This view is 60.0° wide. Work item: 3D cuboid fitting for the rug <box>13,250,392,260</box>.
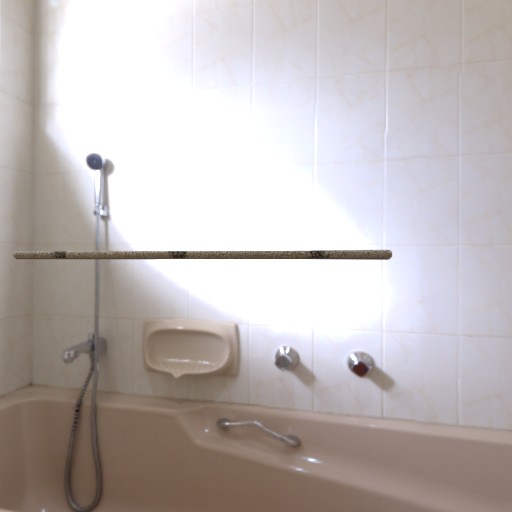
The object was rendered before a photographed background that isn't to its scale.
[{"bbox_3d":[0.000,0.000,2.042,1.200,0.025,1.600,0,0,17],"label":"rug"}]
